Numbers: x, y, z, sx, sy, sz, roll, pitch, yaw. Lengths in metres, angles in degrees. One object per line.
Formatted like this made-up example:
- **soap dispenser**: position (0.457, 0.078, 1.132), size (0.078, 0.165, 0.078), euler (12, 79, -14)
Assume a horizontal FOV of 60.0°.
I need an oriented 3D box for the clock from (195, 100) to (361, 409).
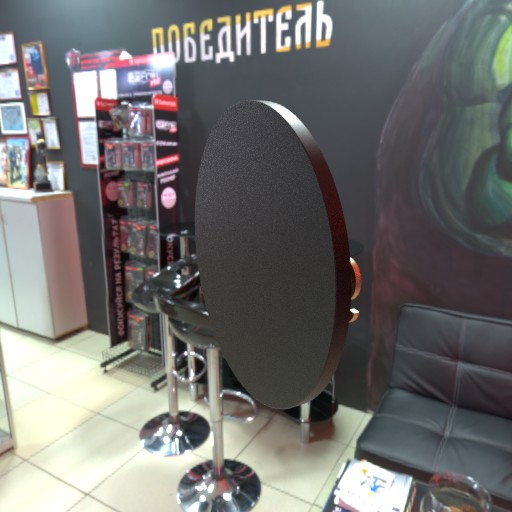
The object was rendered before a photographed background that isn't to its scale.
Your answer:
- **clock**: position (0.000, 0.000, 0.686), size (0.038, 0.454, 0.454), euler (-7, 16, -26)
